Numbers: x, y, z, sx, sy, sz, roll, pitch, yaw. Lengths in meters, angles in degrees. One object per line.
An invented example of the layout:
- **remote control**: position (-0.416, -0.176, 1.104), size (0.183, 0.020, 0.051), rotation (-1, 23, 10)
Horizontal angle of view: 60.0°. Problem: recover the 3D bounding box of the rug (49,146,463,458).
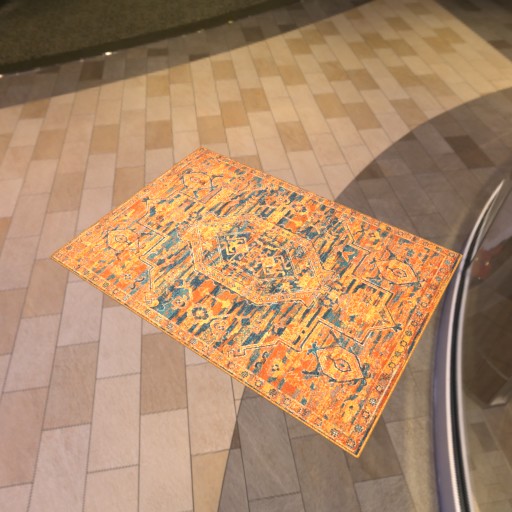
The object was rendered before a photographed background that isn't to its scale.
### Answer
- **rug**: position (0.000, 0.000, 3.807), size (2.916, 0.019, 2.043), rotation (27, 53, 23)
